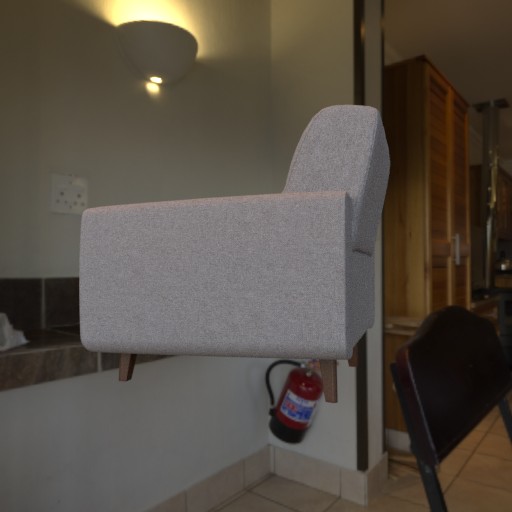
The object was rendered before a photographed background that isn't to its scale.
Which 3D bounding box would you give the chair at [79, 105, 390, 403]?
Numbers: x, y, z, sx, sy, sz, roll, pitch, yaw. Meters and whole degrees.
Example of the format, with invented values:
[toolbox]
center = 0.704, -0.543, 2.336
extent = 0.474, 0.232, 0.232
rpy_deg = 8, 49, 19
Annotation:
[chair]
center = 0.000, 0.000, 1.595
extent = 0.907, 0.839, 0.831
rpy_deg = -1, -2, 20
